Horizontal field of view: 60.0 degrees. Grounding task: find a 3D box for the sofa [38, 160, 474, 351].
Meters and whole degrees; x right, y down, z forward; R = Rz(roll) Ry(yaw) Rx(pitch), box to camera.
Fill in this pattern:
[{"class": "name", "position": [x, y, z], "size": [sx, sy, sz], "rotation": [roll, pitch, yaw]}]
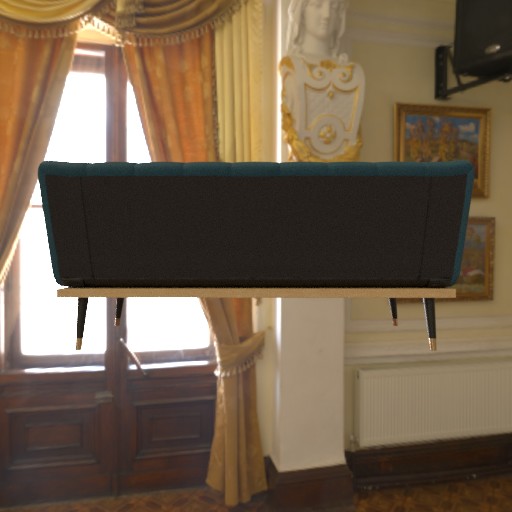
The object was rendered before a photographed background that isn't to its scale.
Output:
[{"class": "sofa", "position": [0.000, 0.000, 2.233], "size": [1.810, 0.825, 0.830], "rotation": [0, 0, 0]}]
